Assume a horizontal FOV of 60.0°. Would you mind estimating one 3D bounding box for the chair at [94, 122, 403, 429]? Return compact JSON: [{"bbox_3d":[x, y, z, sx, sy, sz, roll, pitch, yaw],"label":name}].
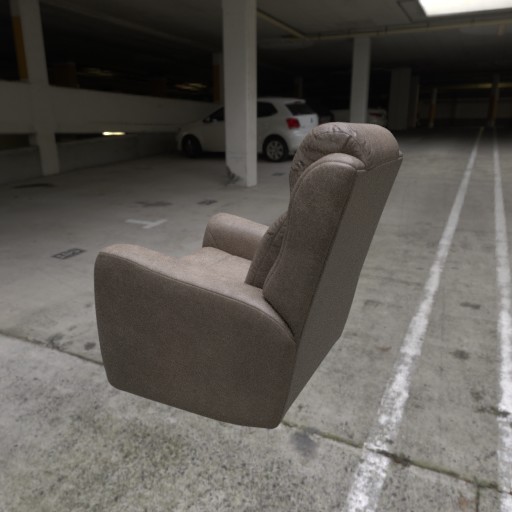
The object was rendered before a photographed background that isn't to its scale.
[{"bbox_3d":[0.000,0.000,1.953,1.068,1.116,0.967,8,18,25],"label":"chair"}]
